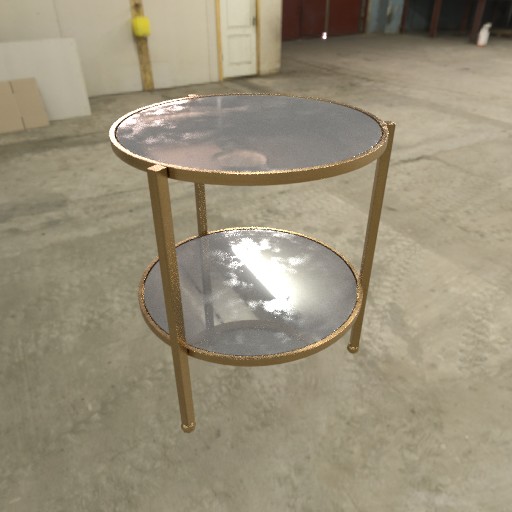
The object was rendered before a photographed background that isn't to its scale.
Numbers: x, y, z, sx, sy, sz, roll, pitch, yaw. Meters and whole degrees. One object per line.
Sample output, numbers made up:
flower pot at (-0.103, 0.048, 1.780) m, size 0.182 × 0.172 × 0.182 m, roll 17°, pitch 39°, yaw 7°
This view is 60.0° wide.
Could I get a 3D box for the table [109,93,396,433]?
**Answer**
table at (0.000, 0.000, 0.451) m, size 0.243 × 0.269 × 0.231 m, roll 0°, pitch 32°, yaw 0°
